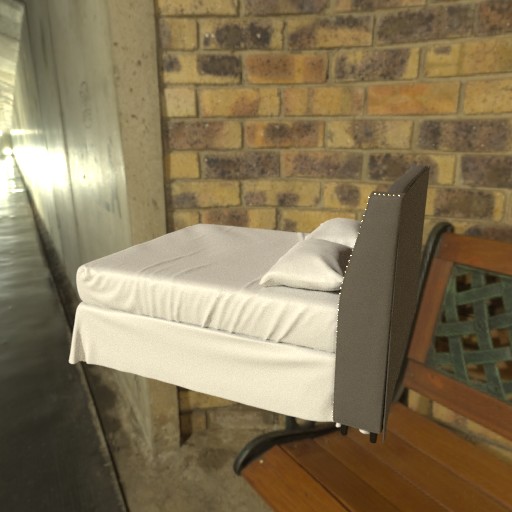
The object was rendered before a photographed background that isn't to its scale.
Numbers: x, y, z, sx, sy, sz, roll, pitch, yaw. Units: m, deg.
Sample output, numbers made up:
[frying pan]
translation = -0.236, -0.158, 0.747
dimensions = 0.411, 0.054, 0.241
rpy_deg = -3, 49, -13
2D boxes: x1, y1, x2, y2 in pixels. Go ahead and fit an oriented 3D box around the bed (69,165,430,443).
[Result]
[bed]
translation = 0.000, 0.000, 3.375
dimensions = 2.276, 1.332, 1.925
rpy_deg = 7, 17, 23
